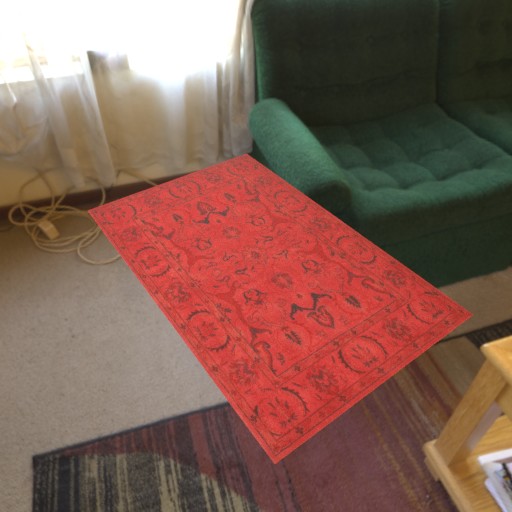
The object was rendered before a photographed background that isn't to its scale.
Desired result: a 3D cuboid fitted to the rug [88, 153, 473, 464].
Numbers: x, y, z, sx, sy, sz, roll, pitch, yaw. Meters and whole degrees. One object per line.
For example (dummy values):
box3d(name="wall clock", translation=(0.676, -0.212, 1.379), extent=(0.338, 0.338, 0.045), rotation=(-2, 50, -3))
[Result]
box3d(name="rug", translation=(0.000, 0.000, 3.111), extent=(1.534, 0.010, 2.423), rotation=(-26, 48, -26))
